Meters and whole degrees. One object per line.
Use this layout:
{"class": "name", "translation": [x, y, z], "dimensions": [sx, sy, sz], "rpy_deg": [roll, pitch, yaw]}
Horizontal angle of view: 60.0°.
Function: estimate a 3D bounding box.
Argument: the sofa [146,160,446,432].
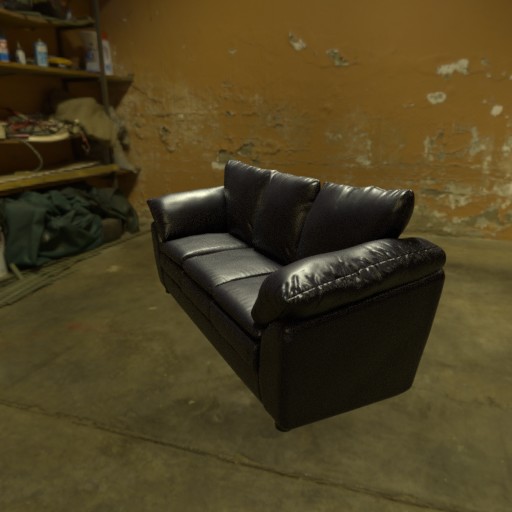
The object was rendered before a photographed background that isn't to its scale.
{"class": "sofa", "translation": [0.000, 0.000, 2.869], "dimensions": [0.880, 1.073, 2.336], "rpy_deg": [-8, 18, -25]}
